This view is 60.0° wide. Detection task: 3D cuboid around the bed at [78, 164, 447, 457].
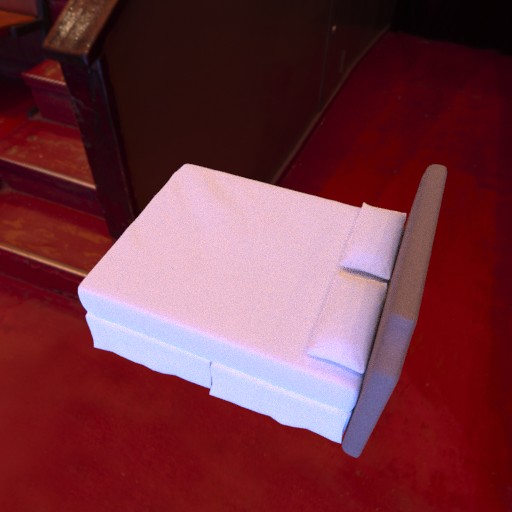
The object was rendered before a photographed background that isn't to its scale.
[{"bbox_3d":[0.000,0.000,3.148,2.116,1.290,1.693,17,50,15],"label":"bed"}]
